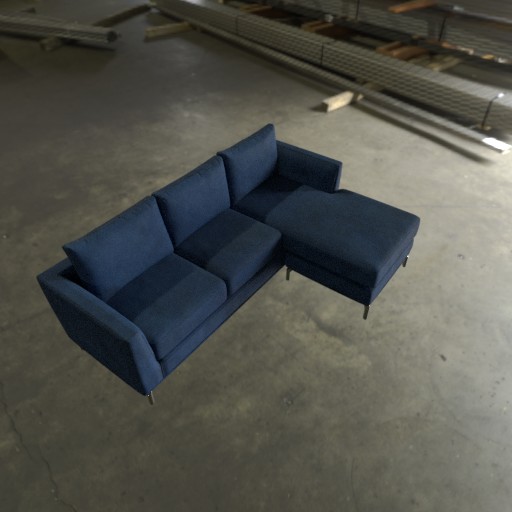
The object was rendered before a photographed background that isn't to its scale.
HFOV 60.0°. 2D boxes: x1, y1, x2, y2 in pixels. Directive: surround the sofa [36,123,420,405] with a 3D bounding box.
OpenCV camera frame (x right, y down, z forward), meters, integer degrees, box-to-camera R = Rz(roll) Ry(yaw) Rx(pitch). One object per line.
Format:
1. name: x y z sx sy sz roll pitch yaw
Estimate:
1. sofa: 0.000 0.000 3.287 1.622 0.987 2.438 26 47 27
